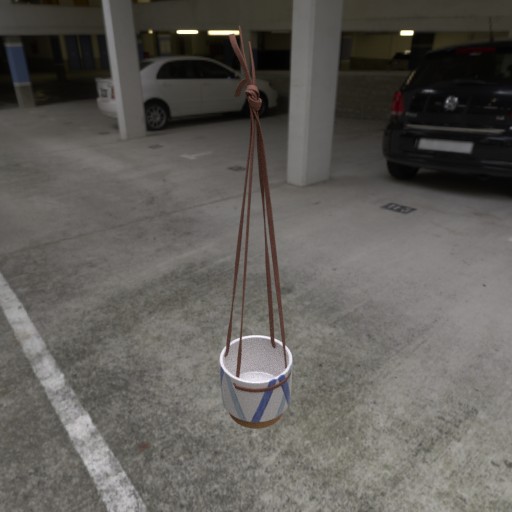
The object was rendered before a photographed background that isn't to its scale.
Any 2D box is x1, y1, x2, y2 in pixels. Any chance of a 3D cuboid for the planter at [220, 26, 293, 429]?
[{"bbox_3d":[0.000,0.000,0.816,0.153,0.753,0.157,-20,33,-34],"label":"planter"}]
